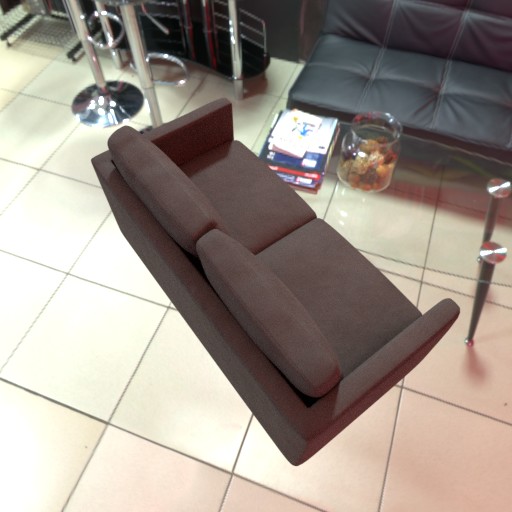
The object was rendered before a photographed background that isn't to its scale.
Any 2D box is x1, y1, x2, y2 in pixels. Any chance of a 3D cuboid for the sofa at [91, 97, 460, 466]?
[{"bbox_3d":[0.000,0.000,2.437,0.950,0.963,1.884,-32,62,-19],"label":"sofa"}]
